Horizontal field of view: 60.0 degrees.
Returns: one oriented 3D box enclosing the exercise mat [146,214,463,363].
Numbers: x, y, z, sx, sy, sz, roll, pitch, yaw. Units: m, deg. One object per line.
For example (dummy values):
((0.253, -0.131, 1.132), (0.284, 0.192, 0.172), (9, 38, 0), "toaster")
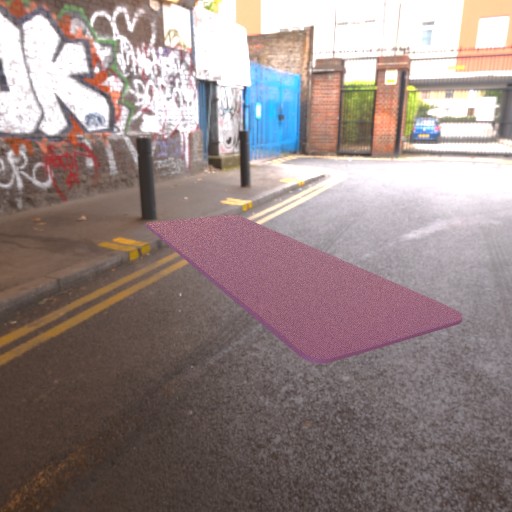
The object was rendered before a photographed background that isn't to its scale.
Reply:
((0.000, 0.000, 2.092), (0.616, 0.021, 1.869), (-8, 19, -26), "exercise mat")
